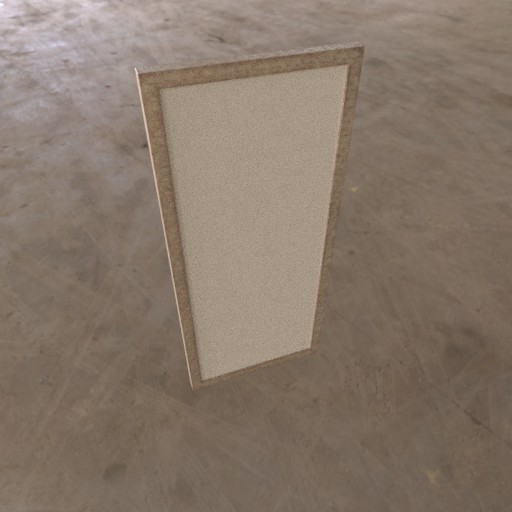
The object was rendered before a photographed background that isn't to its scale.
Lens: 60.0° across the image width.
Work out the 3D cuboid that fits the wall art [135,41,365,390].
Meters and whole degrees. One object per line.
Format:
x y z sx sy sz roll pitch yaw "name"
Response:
0.000 0.000 1.695 0.648 1.461 0.051 -14 44 -15 "wall art"
